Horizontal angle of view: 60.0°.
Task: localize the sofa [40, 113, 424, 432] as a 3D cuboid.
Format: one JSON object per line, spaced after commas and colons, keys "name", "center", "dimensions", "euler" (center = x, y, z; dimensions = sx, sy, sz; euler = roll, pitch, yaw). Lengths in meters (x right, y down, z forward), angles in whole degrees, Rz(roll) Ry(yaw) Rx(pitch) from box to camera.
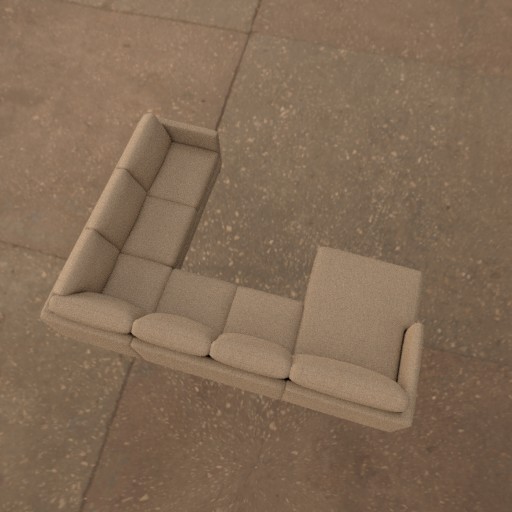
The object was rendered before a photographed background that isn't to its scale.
{"name": "sofa", "center": [0.000, 0.000, 4.541], "dimensions": [3.403, 0.889, 2.551], "euler": [15, 65, 7]}
